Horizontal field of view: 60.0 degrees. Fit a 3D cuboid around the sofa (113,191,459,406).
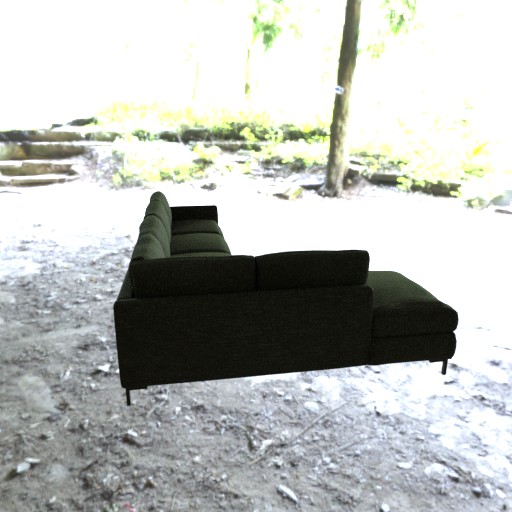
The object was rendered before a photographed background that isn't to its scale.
[{"bbox_3d":[0.000,0.000,3.865,2.007,0.815,2.949,-3,17,-9],"label":"sofa"}]
